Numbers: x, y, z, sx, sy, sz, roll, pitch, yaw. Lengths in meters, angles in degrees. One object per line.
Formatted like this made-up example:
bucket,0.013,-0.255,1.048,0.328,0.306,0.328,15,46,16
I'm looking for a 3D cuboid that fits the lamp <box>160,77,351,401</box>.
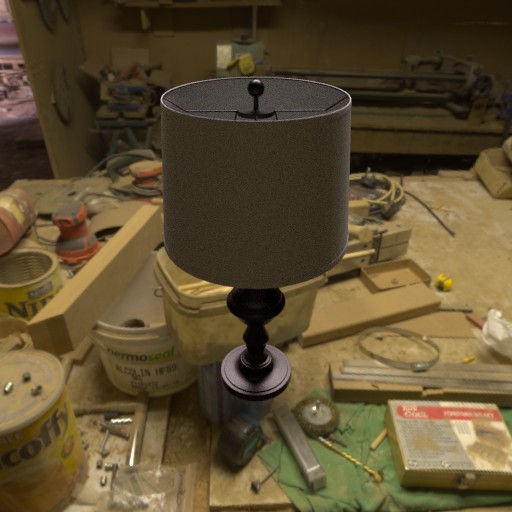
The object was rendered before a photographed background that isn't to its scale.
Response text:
lamp,0.000,0.000,0.964,0.383,0.726,0.383,0,32,0
